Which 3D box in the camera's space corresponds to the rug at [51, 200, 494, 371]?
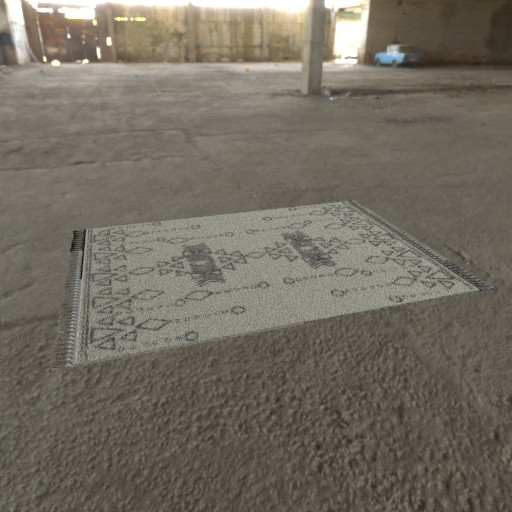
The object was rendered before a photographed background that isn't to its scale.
[{"bbox_3d":[0.000,0.000,2.868,2.312,0.013,1.600,-8,27,-16],"label":"rug"}]
